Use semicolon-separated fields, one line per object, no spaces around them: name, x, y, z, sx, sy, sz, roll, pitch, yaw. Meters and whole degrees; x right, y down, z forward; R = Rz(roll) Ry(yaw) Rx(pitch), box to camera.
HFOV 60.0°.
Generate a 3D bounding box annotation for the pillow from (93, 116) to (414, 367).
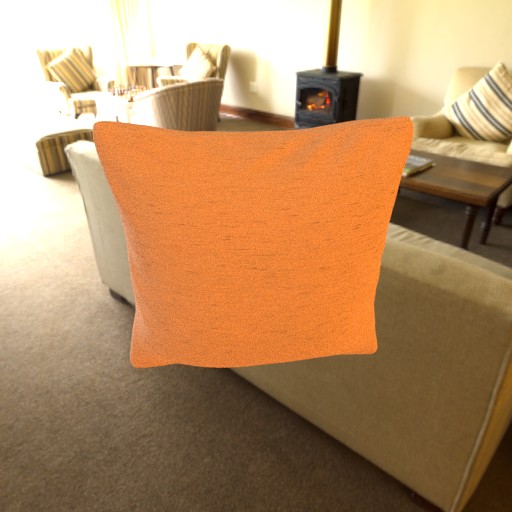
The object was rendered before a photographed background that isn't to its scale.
pillow;0.000;0.000;0.684;0.432;0.415;0.246;-2;30;-4
